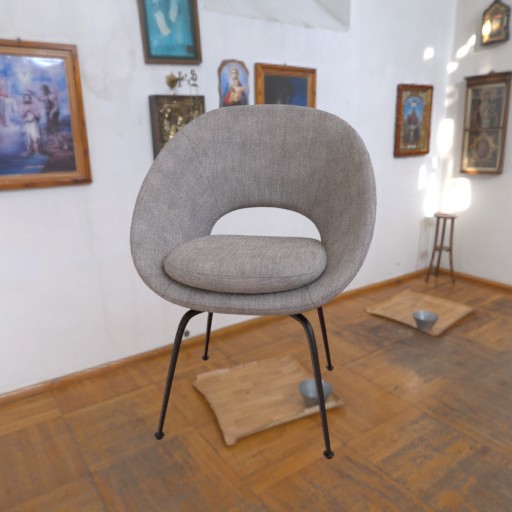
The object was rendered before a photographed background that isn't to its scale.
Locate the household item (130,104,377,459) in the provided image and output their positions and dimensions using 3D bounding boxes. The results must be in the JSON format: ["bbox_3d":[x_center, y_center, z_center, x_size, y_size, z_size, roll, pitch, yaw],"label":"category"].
[{"bbox_3d":[0.000,0.000,1.276,0.643,0.869,0.587,2,15,9],"label":"household item"}]
